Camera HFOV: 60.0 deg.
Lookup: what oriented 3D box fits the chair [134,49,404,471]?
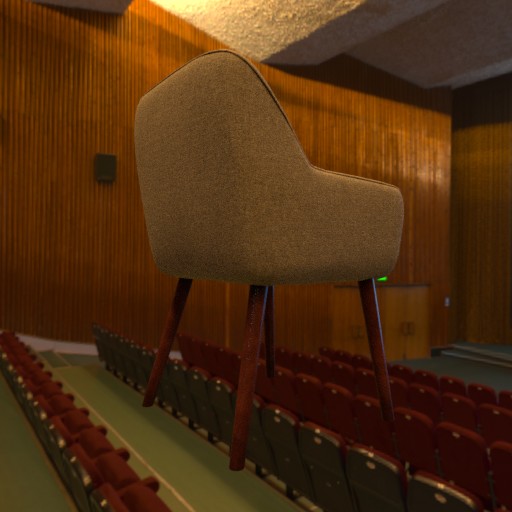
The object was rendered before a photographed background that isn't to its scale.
[{"bbox_3d":[0.000,0.000,1.137,0.519,0.803,0.543,0,1,-36],"label":"chair"}]
